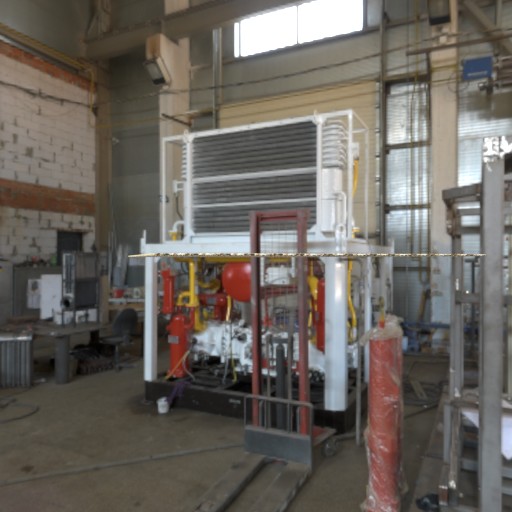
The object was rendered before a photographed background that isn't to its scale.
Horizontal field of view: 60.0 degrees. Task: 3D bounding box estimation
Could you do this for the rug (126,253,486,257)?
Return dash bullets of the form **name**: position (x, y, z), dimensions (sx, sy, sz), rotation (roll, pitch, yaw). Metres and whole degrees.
- **rug**: position (0.000, 0.000, 2.327), dimensions (1.247, 0.008, 1.802), rotation (0, 0, -19)
